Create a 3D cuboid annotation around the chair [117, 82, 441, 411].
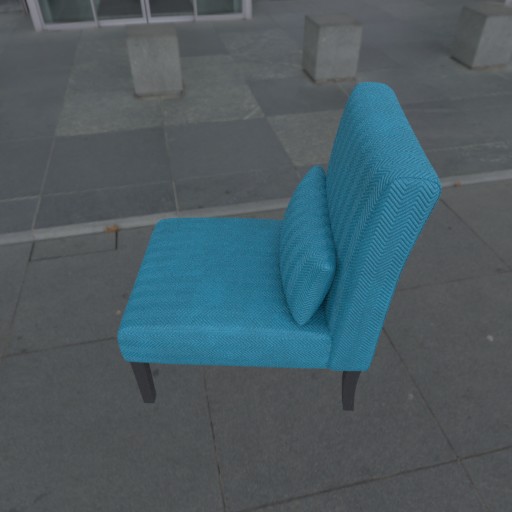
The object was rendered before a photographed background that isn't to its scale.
[{"bbox_3d":[0.000,0.000,1.427,0.808,0.927,0.579,2,41,2],"label":"chair"}]
